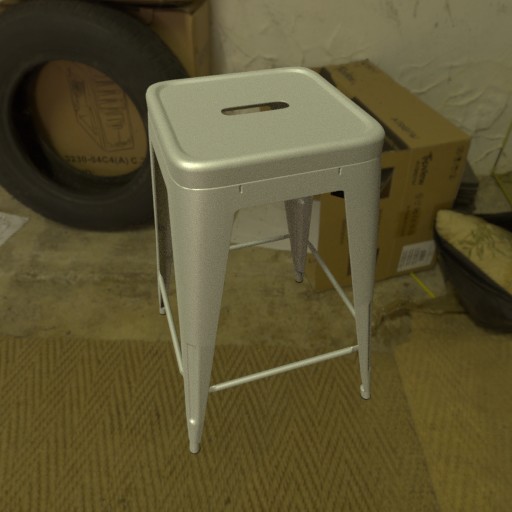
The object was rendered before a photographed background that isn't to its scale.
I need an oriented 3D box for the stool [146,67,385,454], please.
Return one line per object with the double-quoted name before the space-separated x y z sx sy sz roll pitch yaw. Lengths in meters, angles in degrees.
"stool" 0.000 0.000 0.873 0.406 0.610 0.406 -12 43 -14
